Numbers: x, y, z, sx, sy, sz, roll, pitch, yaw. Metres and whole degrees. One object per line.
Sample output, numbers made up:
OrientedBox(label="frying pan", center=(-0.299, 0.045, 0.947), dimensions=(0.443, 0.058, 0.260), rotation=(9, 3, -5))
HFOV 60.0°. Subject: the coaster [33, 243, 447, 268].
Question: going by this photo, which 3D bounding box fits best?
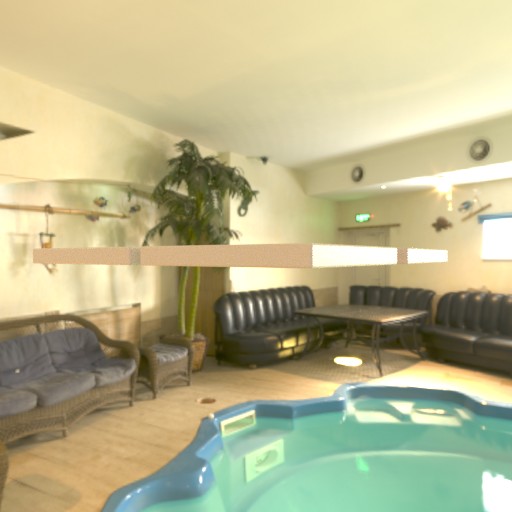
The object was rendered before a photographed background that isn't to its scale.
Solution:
OrientedBox(label="coaster", center=(0.000, 0.000, 0.324), dimensions=(0.214, 0.010, 0.219), rotation=(0, 0, 36))
